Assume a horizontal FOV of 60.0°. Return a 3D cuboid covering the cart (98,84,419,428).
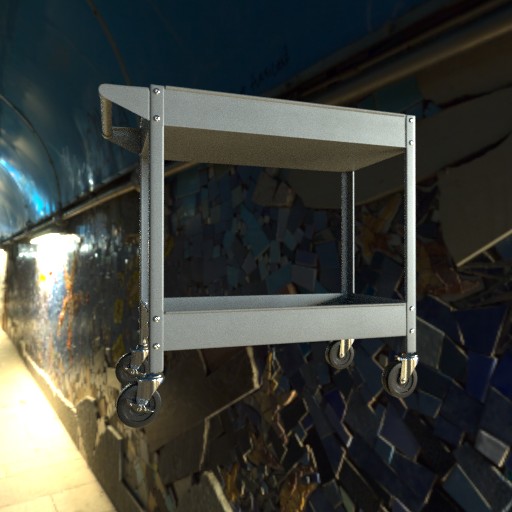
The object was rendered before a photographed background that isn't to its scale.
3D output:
[{"bbox_3d":[0.000,0.000,1.171,0.779,0.719,0.366,0,0,-18],"label":"cart"}]
